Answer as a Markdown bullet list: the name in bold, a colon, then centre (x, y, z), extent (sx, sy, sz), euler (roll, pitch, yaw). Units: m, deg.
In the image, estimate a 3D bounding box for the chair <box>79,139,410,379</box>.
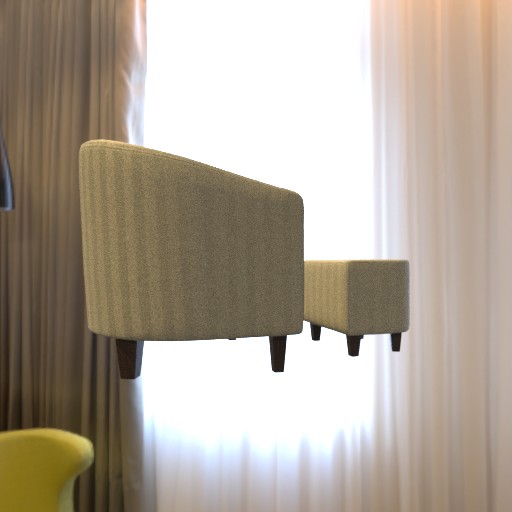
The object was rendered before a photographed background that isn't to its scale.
- **chair**: centre (0.000, 0.000, 1.730), extent (1.288, 0.757, 0.756), euler (0, 0, -18)
